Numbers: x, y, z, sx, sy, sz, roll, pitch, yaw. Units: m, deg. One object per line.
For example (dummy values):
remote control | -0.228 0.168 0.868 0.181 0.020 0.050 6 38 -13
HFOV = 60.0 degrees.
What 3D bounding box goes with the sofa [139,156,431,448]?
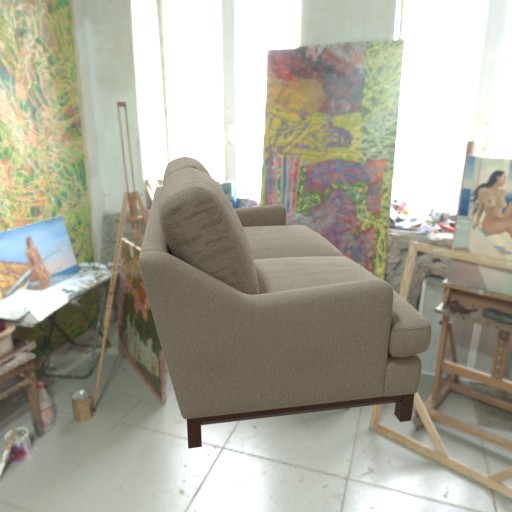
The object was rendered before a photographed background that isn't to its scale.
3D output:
sofa | 0.000 0.000 2.217 1.004 0.910 1.619 -3 17 -10
